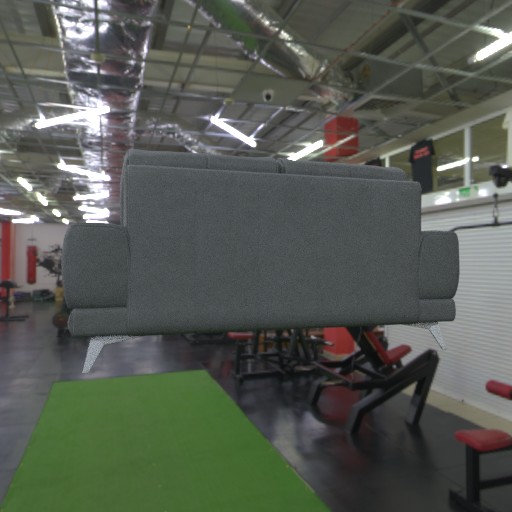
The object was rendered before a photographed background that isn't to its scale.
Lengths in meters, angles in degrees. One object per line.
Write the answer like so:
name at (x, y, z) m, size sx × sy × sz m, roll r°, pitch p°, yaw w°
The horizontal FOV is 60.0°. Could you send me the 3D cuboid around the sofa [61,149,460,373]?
sofa at (0.000, 0.000, 2.356) m, size 1.806 × 0.907 × 1.018 m, roll 0°, pitch -1°, yaw -16°
